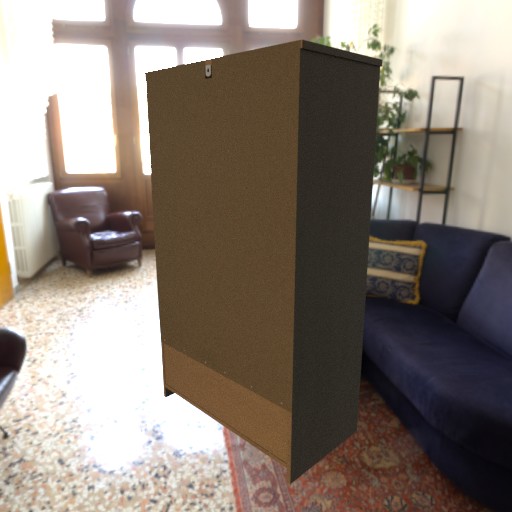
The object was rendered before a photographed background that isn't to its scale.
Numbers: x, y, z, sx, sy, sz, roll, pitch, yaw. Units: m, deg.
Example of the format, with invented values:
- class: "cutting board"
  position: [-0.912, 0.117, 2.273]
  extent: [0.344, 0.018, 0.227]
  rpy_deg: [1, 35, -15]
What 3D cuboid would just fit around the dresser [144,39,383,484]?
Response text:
- class: "dresser"
  position: [0.000, 0.000, 1.579]
  extent: [0.399, 1.255, 0.704]
  rpy_deg: [-14, 20, -43]
